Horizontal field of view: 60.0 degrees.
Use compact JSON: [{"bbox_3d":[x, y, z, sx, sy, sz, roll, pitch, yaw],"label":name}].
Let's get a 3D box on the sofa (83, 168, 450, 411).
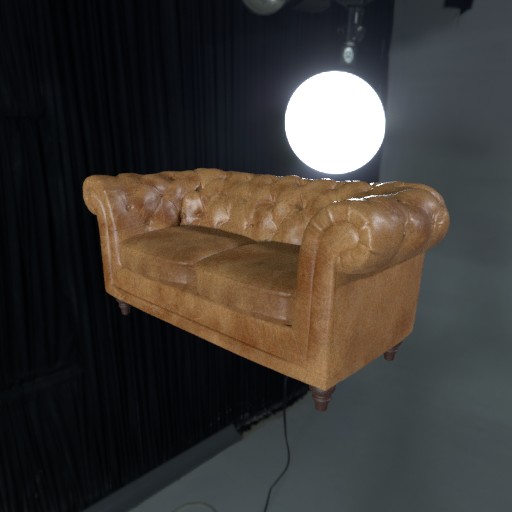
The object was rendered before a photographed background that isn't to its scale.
[{"bbox_3d":[0.000,0.000,2.484,1.979,0.877,1.042,14,20,41],"label":"sofa"}]
